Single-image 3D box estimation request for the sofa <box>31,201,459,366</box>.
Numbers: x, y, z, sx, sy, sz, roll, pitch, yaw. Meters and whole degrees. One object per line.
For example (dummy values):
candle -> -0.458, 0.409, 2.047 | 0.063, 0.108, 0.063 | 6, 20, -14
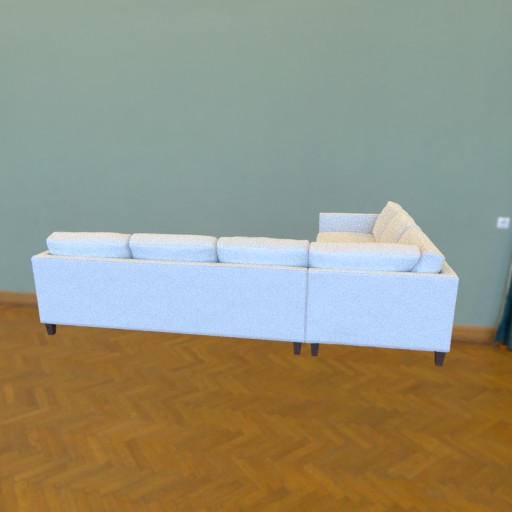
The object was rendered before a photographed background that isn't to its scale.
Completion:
sofa -> 0.000, 0.000, 4.419 | 3.182, 0.863, 2.432 | 3, 16, 9
